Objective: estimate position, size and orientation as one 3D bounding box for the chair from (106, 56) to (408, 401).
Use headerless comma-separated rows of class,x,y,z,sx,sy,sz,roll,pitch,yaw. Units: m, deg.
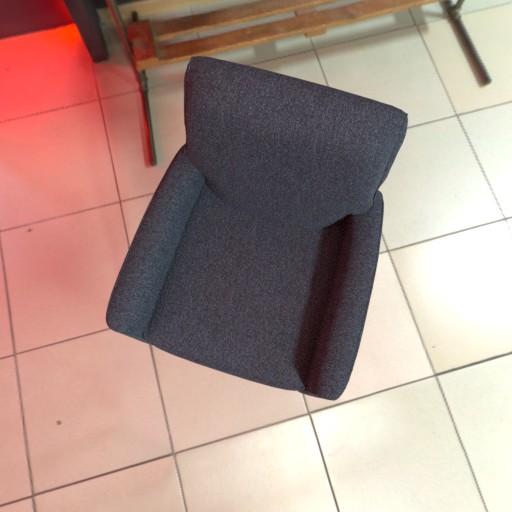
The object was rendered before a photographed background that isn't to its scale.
chair,0.000,0.000,1.611,0.839,1.016,0.850,17,75,4
